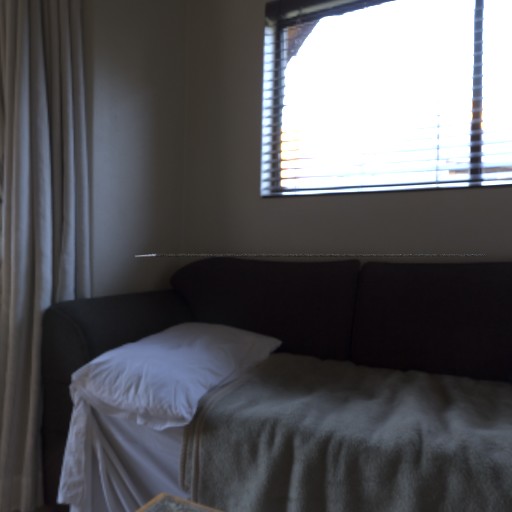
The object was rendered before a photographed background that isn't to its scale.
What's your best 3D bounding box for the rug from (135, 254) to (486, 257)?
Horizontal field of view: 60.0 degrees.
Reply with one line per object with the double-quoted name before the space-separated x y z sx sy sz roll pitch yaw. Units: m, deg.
"rug" 0.000 0.000 3.038 1.526 0.008 2.441 0 0 -17
